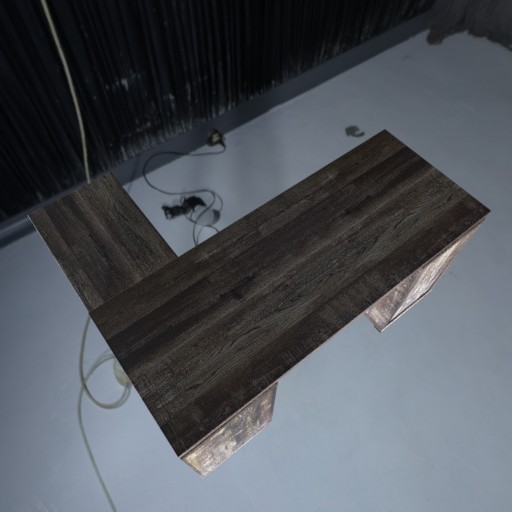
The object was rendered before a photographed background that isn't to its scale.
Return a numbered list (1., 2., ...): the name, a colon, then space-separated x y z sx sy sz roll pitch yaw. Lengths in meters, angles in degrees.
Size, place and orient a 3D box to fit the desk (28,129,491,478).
1. desk: 0.000 0.000 2.153 1.524 0.753 1.200 -33 65 -18
